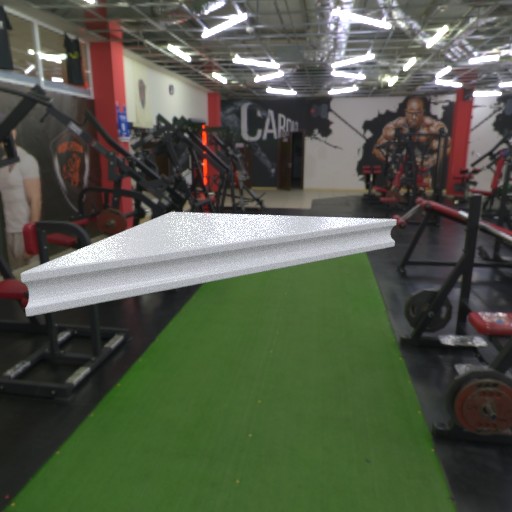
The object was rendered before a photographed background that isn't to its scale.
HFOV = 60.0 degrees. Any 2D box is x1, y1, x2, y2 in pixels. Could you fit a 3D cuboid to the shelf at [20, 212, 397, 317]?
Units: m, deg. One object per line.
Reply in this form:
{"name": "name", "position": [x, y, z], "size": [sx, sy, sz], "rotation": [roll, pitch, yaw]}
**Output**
{"name": "shelf", "position": [0.000, 0.000, 0.440], "size": [0.296, 0.035, 0.296], "rotation": [3, 15, 11]}
